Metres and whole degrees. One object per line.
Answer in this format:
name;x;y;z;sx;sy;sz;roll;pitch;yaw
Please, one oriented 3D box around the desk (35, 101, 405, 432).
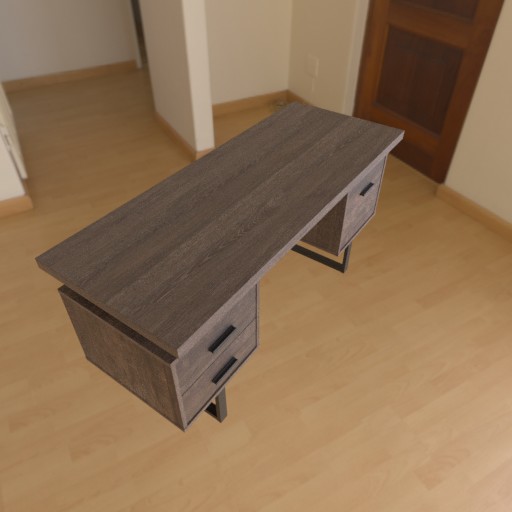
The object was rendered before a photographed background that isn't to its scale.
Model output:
desk;0.000;0.000;1.961;0.600;0.760;1.524;25;47;26
